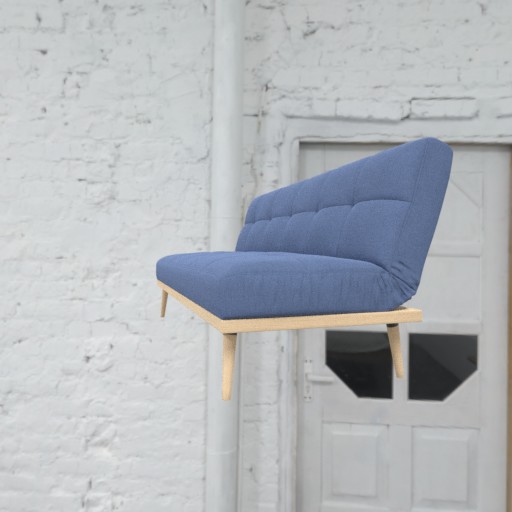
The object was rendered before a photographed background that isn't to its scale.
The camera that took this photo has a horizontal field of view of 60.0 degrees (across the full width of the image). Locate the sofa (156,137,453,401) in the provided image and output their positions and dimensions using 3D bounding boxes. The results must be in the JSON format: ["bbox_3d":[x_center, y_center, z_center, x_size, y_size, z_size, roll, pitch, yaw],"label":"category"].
[{"bbox_3d":[0.000,0.000,2.164,0.796,0.800,1.800,0,1,-18],"label":"sofa"}]
